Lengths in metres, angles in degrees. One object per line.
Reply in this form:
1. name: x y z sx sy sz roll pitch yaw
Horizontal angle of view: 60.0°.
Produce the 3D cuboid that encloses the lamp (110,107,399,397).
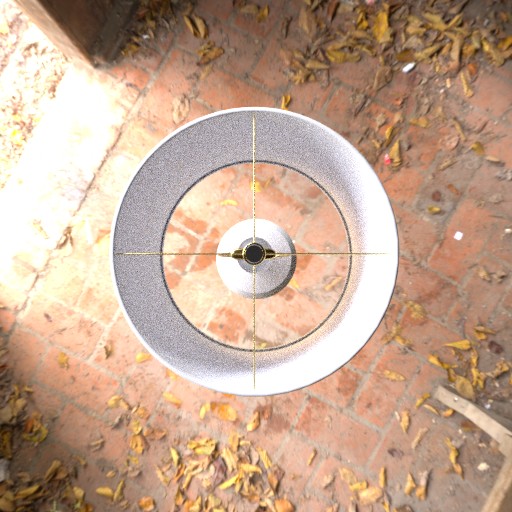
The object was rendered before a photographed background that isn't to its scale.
1. lamp: 0.000 0.000 0.725 0.301 0.533 0.301 0 89 0
